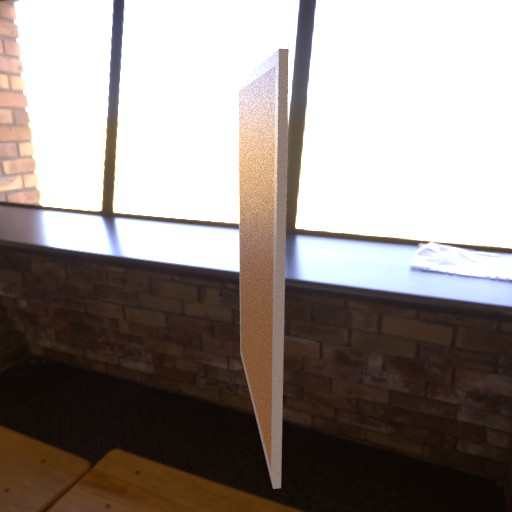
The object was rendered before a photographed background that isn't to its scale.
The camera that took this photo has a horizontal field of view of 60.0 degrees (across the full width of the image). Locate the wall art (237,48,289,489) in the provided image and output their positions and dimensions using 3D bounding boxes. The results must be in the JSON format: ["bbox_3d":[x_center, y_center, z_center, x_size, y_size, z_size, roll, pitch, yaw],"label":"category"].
[{"bbox_3d":[0.000,0.000,0.845,0.013,0.656,0.456,-2,16,-8],"label":"wall art"}]
